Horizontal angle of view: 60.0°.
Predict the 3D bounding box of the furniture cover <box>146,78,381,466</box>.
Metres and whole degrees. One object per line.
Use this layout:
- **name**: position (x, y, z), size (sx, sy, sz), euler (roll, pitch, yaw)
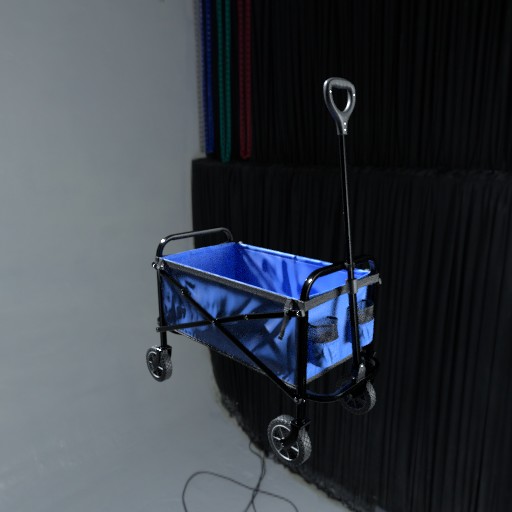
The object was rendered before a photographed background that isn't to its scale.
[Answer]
- **furniture cover**: position (0.000, 0.000, 1.817), size (1.038, 1.295, 0.532), euler (13, 19, 43)
